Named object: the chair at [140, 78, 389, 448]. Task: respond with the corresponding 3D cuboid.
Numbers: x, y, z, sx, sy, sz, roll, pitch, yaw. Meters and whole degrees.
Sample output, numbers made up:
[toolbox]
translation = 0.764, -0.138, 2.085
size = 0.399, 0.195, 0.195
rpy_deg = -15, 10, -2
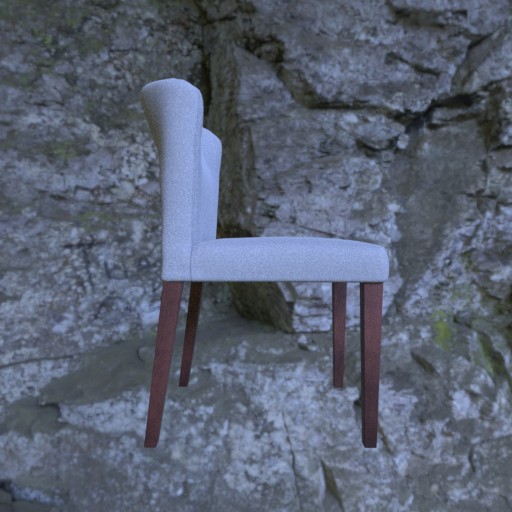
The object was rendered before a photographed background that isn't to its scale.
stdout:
[chair]
translation = 0.000, 0.000, 1.189
size = 0.592, 0.839, 0.491
rpy_deg = 0, 2, 1
